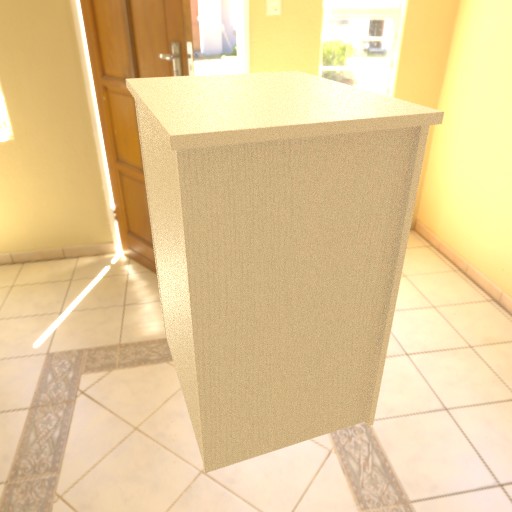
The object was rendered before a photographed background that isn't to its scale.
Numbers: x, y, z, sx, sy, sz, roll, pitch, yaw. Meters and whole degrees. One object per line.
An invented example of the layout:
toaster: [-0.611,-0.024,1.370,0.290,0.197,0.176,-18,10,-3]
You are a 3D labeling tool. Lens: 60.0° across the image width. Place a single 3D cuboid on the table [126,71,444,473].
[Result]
table: [0.000,0.000,0.904,0.381,0.635,0.480,-10,31,-17]
